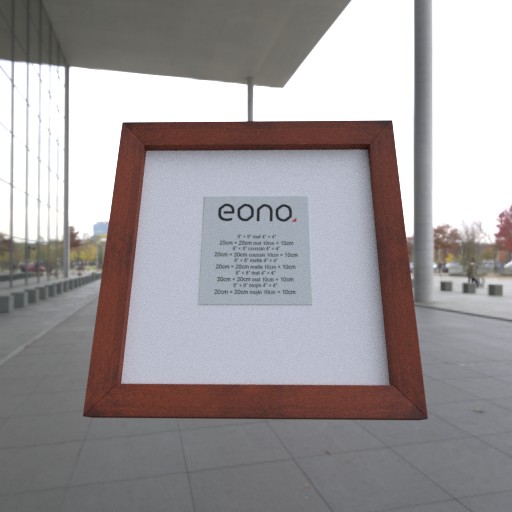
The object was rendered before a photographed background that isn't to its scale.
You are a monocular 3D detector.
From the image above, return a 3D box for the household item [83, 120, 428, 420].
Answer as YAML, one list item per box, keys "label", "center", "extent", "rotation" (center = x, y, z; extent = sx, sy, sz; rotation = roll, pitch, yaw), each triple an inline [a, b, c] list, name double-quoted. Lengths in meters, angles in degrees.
- label: "household item"
  center: [0.000, 0.000, 0.375]
  extent: [0.240, 0.240, 0.131]
  rotation: [0, -1, 1]
